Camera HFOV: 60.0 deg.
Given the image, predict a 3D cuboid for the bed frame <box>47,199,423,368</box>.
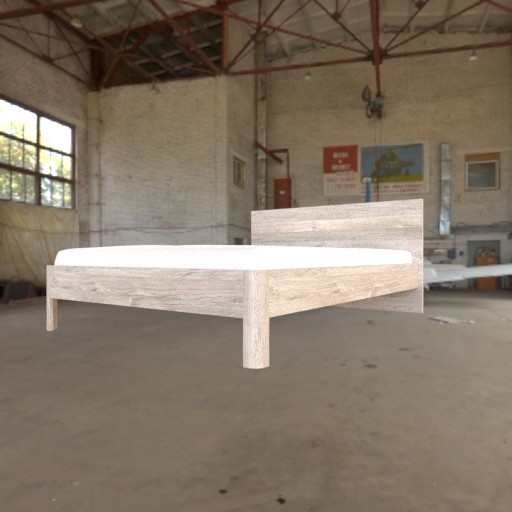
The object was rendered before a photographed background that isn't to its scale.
[{"bbox_3d":[0.000,0.000,2.768,1.490,0.800,1.950,0,0,36],"label":"bed frame"}]
